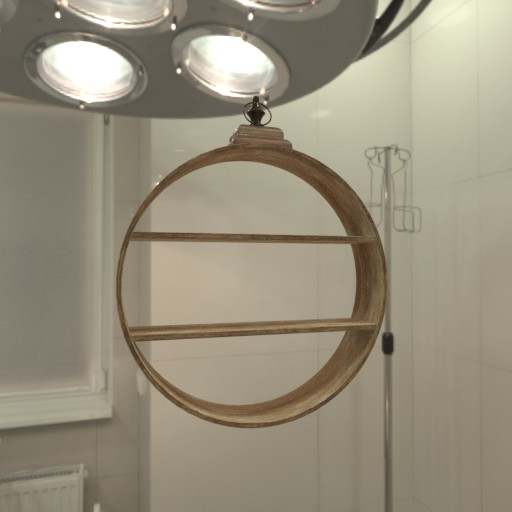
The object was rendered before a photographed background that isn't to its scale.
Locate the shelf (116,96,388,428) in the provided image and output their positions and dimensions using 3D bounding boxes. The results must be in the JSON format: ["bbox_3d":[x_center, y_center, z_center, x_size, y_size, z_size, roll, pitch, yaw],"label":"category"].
[{"bbox_3d":[0.000,0.000,0.999,0.601,0.725,0.125,0,-1,-17],"label":"shelf"}]
